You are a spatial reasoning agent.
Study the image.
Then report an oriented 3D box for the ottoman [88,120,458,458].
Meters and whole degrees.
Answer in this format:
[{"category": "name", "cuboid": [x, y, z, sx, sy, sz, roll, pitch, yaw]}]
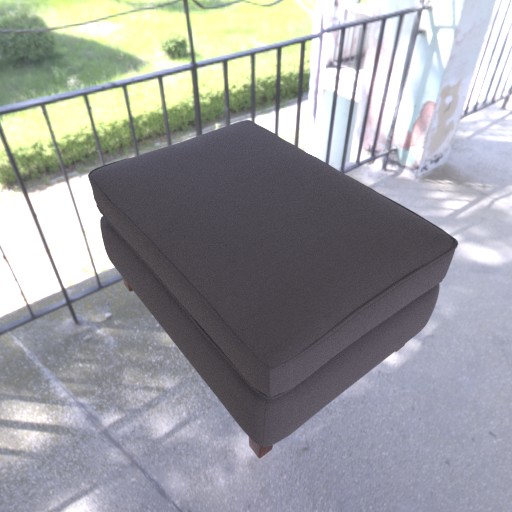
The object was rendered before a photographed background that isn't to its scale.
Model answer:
[{"category": "ottoman", "cuboid": [0.000, 0.000, 1.009, 0.508, 0.406, 0.686, -27, 48, -27]}]
